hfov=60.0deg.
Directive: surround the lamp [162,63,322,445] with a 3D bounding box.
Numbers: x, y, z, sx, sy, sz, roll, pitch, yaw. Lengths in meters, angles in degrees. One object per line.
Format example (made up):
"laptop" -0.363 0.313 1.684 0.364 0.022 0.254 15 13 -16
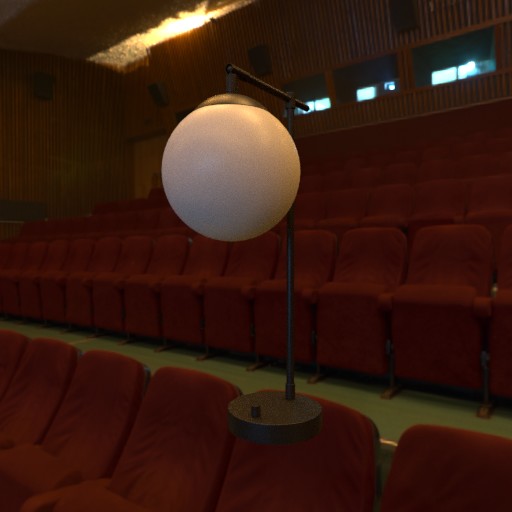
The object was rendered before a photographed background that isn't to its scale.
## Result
"lamp" 0.000 0.000 0.688 0.197 0.559 0.316 1 1 36
